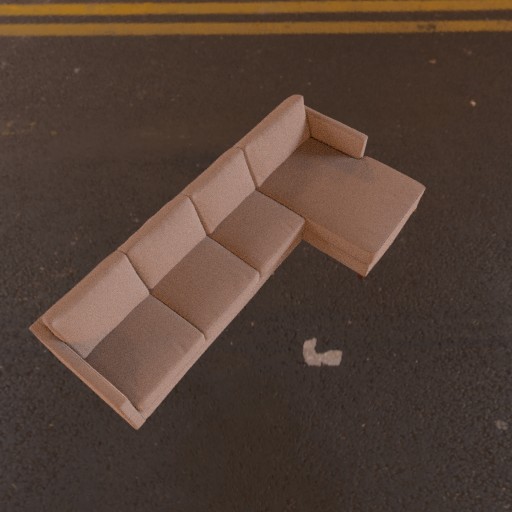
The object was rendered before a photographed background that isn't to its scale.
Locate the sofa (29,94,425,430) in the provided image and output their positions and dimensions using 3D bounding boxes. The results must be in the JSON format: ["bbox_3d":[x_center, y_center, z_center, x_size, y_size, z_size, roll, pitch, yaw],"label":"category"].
[{"bbox_3d":[0.000,0.000,3.732,1.625,0.861,3.186,33,63,19],"label":"sofa"}]
